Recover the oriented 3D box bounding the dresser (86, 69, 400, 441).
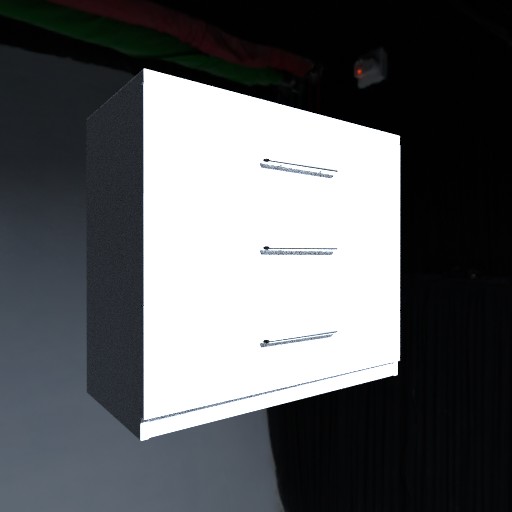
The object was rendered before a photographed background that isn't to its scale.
[{"bbox_3d":[0.000,0.000,1.275,0.830,0.740,0.420,0,0,-36],"label":"dresser"}]
